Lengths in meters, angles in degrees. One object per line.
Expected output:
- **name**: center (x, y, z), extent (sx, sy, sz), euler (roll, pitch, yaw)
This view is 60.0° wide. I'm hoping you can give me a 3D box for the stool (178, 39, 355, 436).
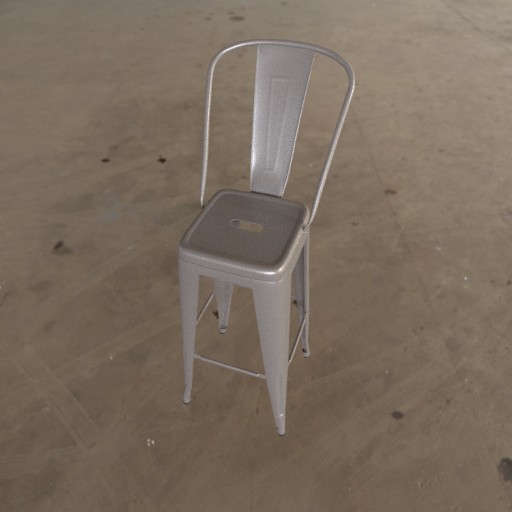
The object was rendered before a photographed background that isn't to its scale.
- **stool**: center (0.000, 0.000, 1.350), extent (0.399, 1.096, 0.513), euler (13, 43, 14)
